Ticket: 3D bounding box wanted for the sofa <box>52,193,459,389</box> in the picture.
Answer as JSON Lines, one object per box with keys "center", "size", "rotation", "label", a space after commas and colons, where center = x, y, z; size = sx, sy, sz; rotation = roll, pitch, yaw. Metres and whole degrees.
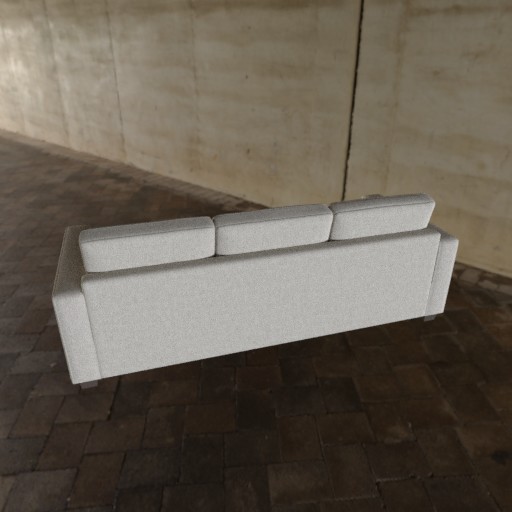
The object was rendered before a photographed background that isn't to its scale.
{"center": [0.000, 0.000, 2.670], "size": [2.160, 0.800, 0.900], "rotation": [-8, 27, -15], "label": "sofa"}
